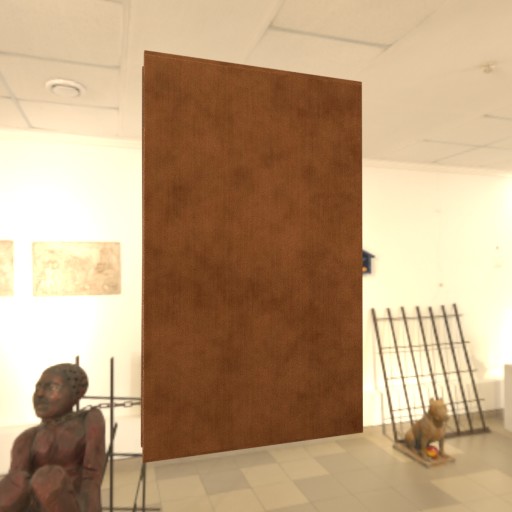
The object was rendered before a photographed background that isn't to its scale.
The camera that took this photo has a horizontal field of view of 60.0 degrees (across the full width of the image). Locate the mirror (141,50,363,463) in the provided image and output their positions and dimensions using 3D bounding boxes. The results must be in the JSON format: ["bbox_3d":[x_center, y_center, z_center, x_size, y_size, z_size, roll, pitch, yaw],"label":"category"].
[{"bbox_3d":[0.000,0.000,0.934,0.468,0.768,0.082,0,-1,-18],"label":"mirror"}]
